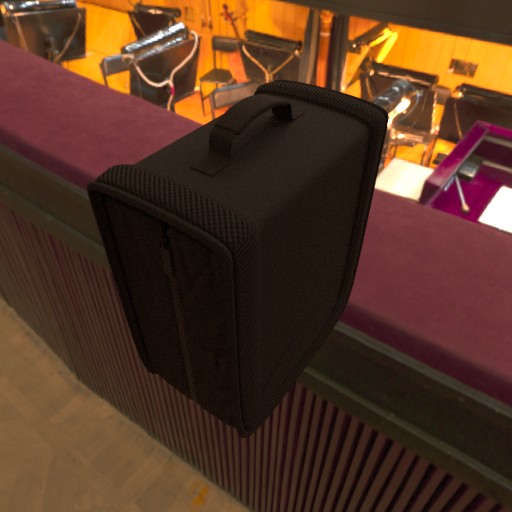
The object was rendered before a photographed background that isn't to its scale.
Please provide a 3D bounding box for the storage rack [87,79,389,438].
[{"bbox_3d":[0.000,0.000,0.548,0.168,0.387,0.297,26,48,26],"label":"storage rack"}]
